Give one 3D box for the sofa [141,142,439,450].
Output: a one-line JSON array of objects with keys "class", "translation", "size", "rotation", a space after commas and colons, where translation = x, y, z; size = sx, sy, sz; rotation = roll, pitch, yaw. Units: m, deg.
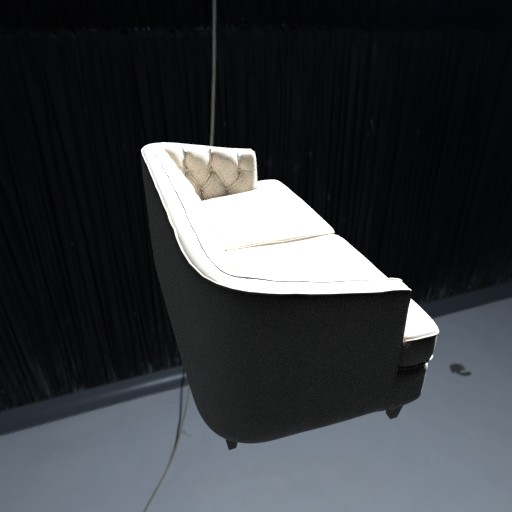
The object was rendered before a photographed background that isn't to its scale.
[{"class": "sofa", "translation": [0.000, 0.000, 2.264], "size": [0.940, 0.878, 1.731], "rotation": [-10, 32, -16]}]
